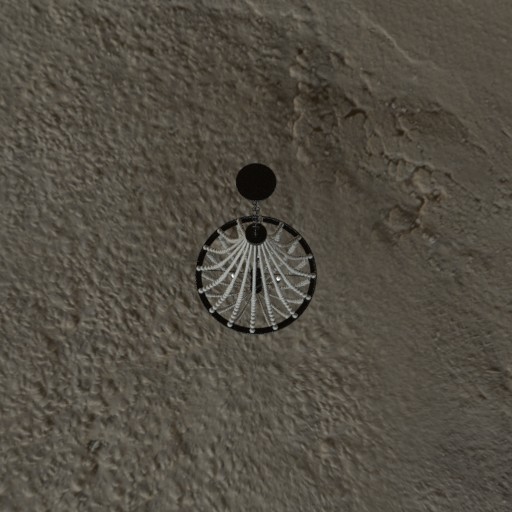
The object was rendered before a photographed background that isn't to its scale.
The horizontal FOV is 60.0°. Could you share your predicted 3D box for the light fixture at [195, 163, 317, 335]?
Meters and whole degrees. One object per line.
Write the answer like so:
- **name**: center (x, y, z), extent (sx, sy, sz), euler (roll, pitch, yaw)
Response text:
- **light fixture**: center (0.000, 0.000, 1.396), extent (0.450, 1.133, 0.450), euler (0, 75, 0)
